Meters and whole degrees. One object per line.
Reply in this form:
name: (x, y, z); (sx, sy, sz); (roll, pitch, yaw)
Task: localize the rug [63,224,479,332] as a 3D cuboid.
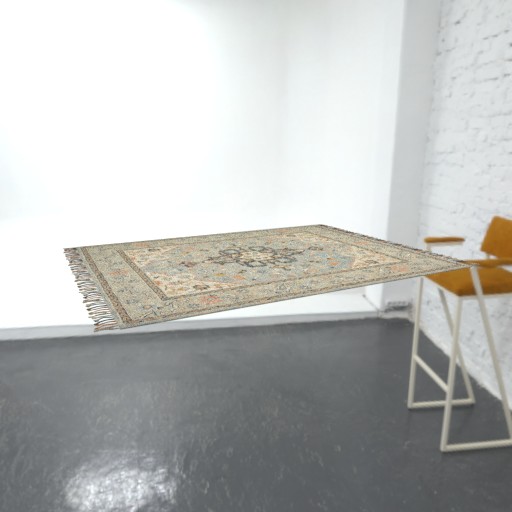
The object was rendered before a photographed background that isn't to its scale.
rug: (0.000, 0.000, 4.182); (3.221, 0.011, 2.379); (-7, 15, -26)
